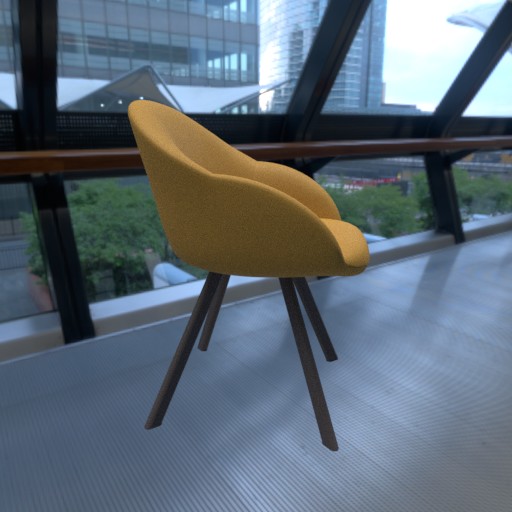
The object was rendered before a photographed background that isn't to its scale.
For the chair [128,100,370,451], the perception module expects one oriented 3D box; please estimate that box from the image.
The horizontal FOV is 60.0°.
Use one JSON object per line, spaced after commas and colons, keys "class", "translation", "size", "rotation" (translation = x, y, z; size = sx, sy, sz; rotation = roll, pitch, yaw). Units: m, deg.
{"class": "chair", "translation": [0.000, 0.000, 1.184], "size": [0.583, 0.793, 0.551], "rotation": [3, 15, 10]}
